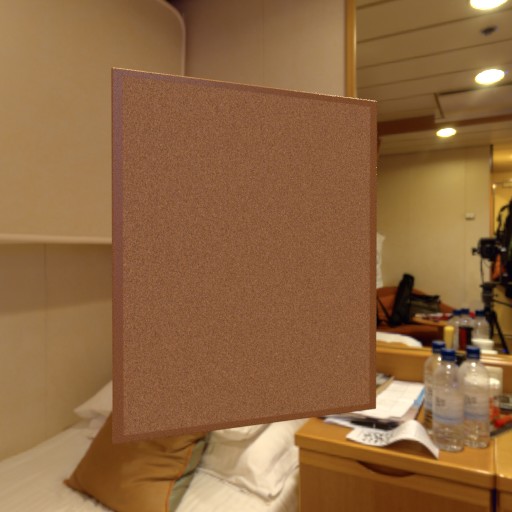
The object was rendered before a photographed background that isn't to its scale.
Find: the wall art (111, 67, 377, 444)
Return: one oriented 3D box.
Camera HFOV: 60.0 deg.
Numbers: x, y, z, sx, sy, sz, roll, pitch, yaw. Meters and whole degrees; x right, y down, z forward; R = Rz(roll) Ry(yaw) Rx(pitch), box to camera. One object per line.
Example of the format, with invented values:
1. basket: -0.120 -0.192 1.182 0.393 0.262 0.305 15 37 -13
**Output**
1. wall art: 0.000 0.000 0.501 0.310 0.379 0.015 0 1 -19
